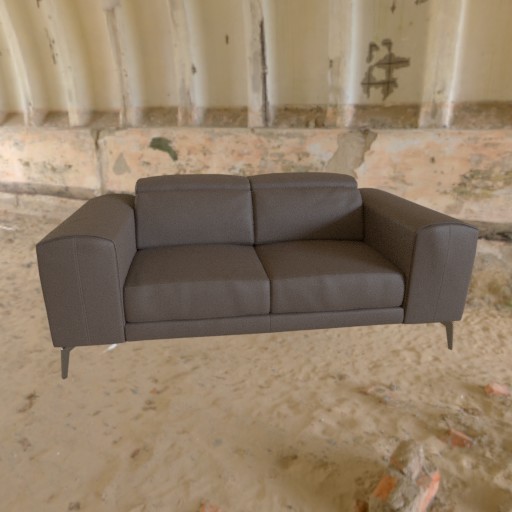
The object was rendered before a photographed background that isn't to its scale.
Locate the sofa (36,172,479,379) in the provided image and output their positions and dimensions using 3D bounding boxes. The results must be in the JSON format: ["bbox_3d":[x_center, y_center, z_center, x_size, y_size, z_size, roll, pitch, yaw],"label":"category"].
[{"bbox_3d":[0.000,0.000,2.363,1.895,0.779,1.003,-2,18,-8],"label":"sofa"}]
